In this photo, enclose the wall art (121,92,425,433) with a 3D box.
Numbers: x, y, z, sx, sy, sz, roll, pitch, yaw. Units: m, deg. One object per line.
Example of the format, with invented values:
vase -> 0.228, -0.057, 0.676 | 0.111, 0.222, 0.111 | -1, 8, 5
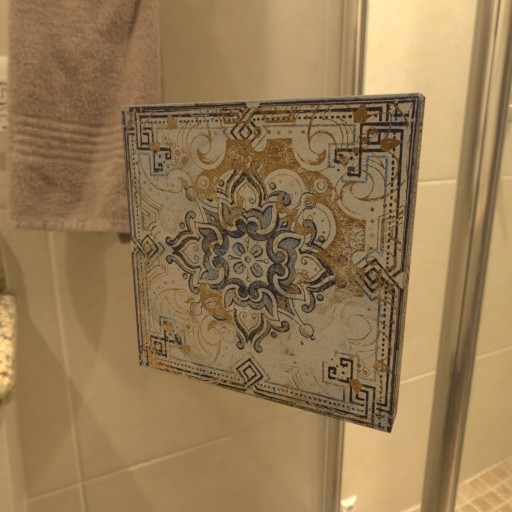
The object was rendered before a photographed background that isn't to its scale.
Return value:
wall art -> 0.000, 0.000, 0.462 | 0.302, 0.306, 0.038 | 7, 16, 25
